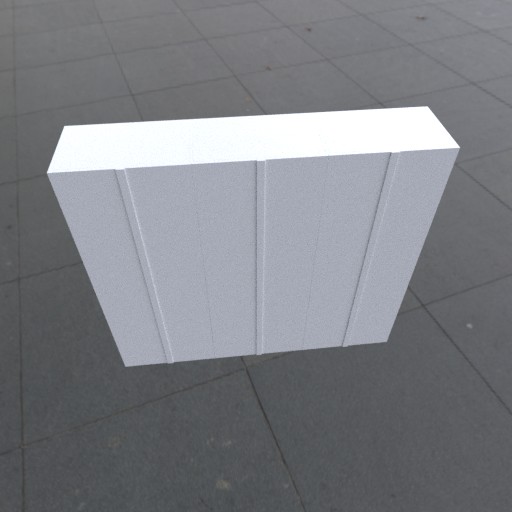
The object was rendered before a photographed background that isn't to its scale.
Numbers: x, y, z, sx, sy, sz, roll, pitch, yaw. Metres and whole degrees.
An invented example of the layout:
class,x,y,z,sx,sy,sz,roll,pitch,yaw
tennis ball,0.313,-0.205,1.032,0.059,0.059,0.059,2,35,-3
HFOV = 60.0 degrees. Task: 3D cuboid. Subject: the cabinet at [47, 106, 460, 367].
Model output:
class,x,y,z,sx,sy,sz,roll,pitch,yaw
cabinet,0.000,0.000,3.926,2.700,2.370,0.590,-4,46,-4
